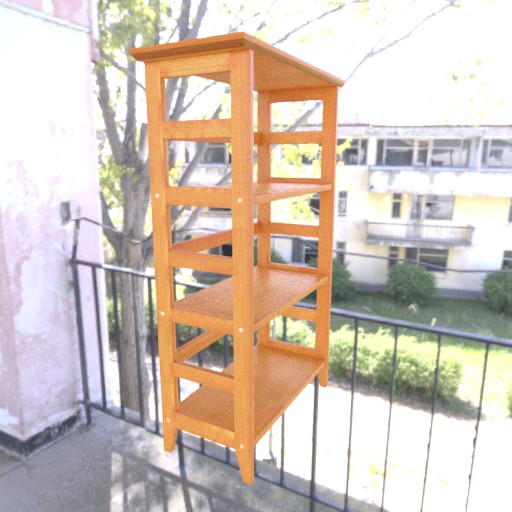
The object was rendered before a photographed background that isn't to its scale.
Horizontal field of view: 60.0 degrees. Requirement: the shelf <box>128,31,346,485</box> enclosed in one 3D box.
[{"bbox_3d":[0.000,0.000,1.340,0.305,1.067,0.660,7,14,28],"label":"shelf"}]
